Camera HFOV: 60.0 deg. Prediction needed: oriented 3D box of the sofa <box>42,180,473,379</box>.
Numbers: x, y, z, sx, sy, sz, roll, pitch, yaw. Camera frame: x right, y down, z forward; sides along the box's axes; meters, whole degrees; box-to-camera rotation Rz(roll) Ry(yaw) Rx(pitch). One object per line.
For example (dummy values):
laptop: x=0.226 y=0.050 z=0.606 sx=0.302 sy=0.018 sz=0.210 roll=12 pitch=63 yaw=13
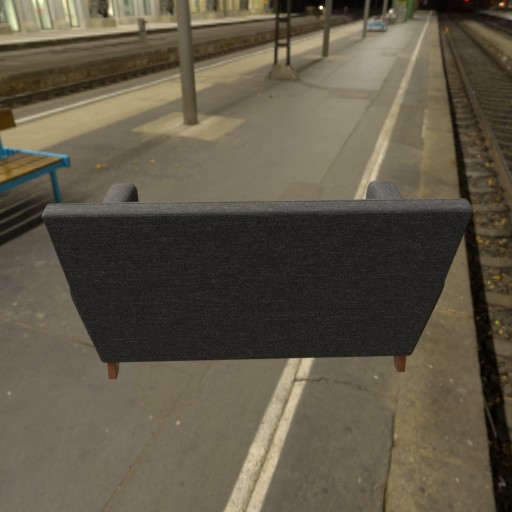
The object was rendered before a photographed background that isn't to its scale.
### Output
sofa: x=0.000 y=0.000 z=1.954 sx=1.420 sy=0.846 sz=0.875 roll=-1 pitch=30 yaw=-2
